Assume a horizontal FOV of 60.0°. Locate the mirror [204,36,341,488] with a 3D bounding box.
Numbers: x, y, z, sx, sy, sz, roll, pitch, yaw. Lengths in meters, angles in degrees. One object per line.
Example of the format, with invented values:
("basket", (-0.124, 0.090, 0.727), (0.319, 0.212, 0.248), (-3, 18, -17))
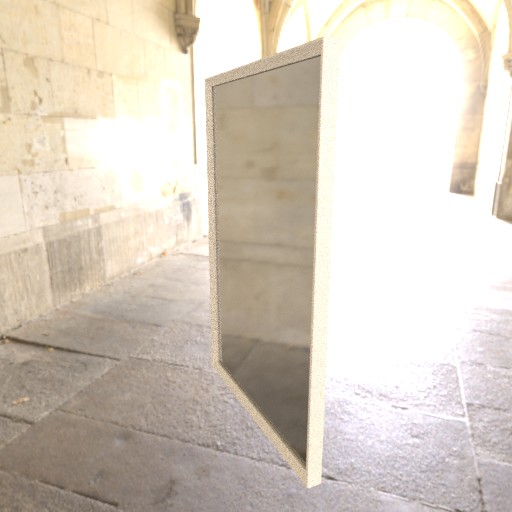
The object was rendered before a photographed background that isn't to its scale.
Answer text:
("mirror", (0.000, 0.000, 1.136), (0.041, 0.915, 0.609), (-7, 16, -25))
